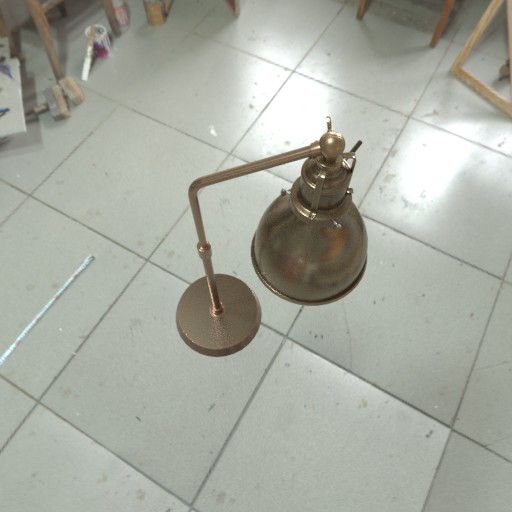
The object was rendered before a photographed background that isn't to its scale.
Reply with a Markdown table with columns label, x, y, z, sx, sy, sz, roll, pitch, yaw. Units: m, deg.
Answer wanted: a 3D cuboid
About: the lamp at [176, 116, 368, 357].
| label | x | y | z | sx | sy | sz | roll | pitch | yaw |
| --- | --- | --- | --- | --- | --- | --- | --- | --- | --- |
| lamp | 0.000 | 0.000 | 0.586 | 0.286 | 0.456 | 0.153 | 0 | 63 | 0 |
